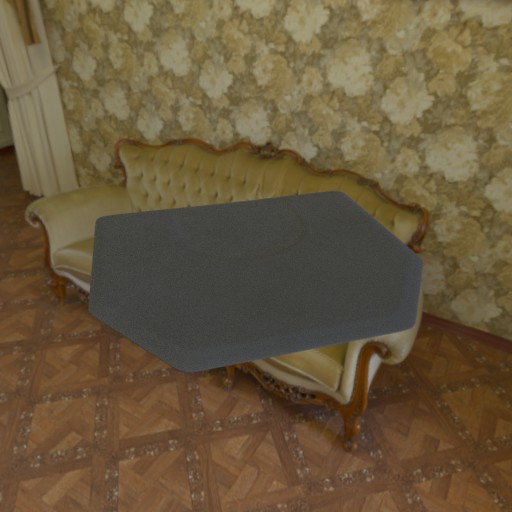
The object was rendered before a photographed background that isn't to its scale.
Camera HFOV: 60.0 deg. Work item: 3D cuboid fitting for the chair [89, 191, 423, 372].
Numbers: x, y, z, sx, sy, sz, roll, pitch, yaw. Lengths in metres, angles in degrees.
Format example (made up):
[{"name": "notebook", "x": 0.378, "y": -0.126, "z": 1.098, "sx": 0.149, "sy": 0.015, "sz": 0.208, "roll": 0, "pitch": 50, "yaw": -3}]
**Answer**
[{"name": "chair", "x": 0.000, "y": 0.000, "z": 1.927, "sx": 1.372, "sy": 0.024, "sz": 1.219, "roll": -8, "pitch": 31, "yaw": -13}]
